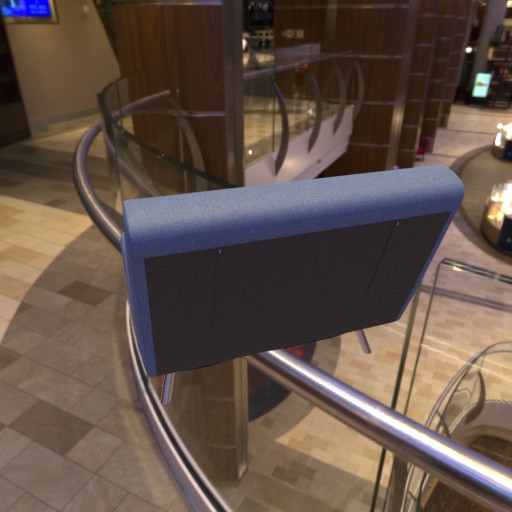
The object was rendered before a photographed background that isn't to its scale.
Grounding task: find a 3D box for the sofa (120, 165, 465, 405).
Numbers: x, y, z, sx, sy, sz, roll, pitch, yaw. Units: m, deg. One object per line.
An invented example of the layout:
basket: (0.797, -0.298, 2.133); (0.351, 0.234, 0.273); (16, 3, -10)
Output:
sofa: (0.000, 0.000, 1.754); (0.999, 0.860, 0.996); (-9, 29, -17)
